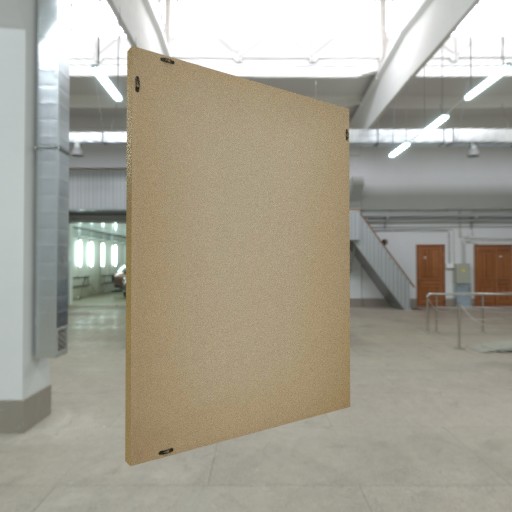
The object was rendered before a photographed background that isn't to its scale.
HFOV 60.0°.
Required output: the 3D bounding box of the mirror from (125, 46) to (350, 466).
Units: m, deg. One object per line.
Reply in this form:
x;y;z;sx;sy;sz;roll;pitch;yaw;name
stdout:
0.000;0.000;1.304;0.762;1.016;0.041;1;-1;-35;mirror
